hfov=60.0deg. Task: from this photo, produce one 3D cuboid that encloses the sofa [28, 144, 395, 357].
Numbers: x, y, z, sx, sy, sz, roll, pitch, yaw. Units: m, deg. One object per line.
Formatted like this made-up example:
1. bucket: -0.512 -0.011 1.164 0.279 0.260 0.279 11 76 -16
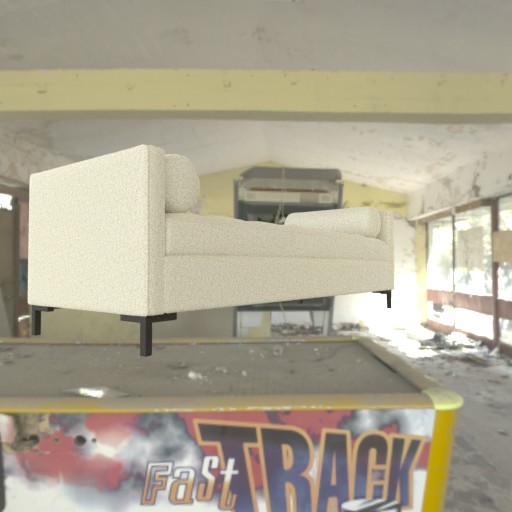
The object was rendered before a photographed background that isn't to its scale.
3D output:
1. sofa: 0.000 0.000 2.280 0.746 0.641 1.985 -1 -2 38
